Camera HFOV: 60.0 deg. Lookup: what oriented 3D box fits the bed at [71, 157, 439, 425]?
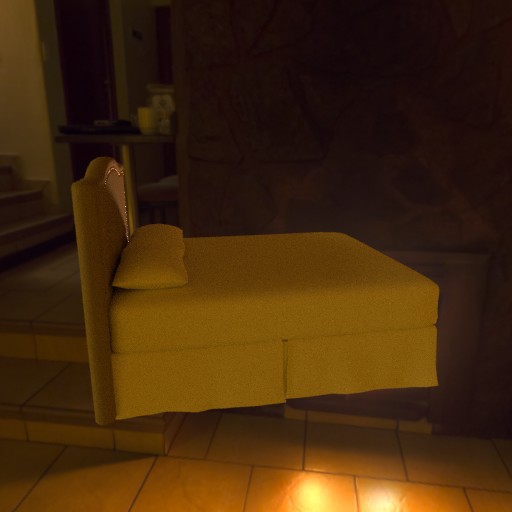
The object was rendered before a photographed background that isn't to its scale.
[{"bbox_3d":[0.000,0.000,3.252,2.128,1.441,1.744,-3,15,-11],"label":"bed"}]
